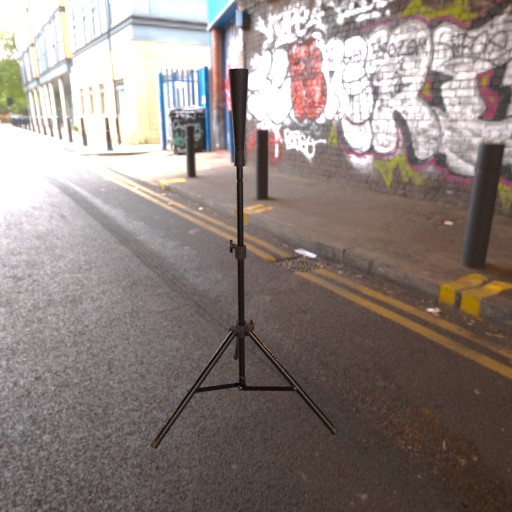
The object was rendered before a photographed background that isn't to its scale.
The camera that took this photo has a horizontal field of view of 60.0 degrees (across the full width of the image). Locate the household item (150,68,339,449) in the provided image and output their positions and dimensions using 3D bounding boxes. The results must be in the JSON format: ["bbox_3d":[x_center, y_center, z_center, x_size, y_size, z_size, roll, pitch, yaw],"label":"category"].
[{"bbox_3d":[0.000,0.000,1.377,0.559,1.067,0.559,3,18,8],"label":"household item"}]
